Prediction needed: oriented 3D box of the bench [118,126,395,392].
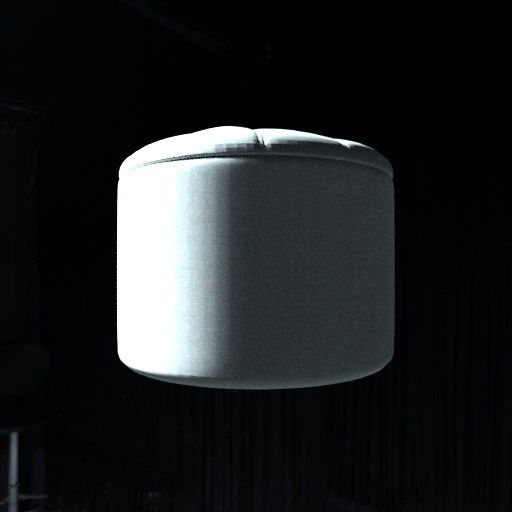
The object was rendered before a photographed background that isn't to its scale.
[{"bbox_3d":[0.000,0.000,1.007,0.600,0.453,0.600,0,-1,0],"label":"bench"}]
